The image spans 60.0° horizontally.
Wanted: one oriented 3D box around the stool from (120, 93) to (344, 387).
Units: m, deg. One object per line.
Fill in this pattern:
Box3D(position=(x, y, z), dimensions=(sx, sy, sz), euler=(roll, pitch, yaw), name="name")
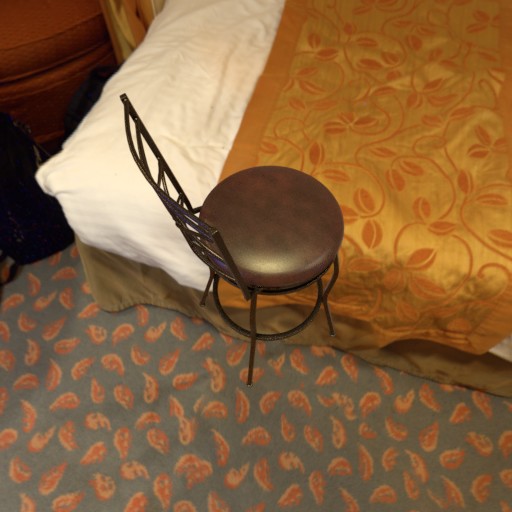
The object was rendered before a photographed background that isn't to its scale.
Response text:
Box3D(position=(0.000, 0.000, 1.410), dimensions=(0.534, 1.117, 0.434), euler=(-27, 62, -16), name="stool")
